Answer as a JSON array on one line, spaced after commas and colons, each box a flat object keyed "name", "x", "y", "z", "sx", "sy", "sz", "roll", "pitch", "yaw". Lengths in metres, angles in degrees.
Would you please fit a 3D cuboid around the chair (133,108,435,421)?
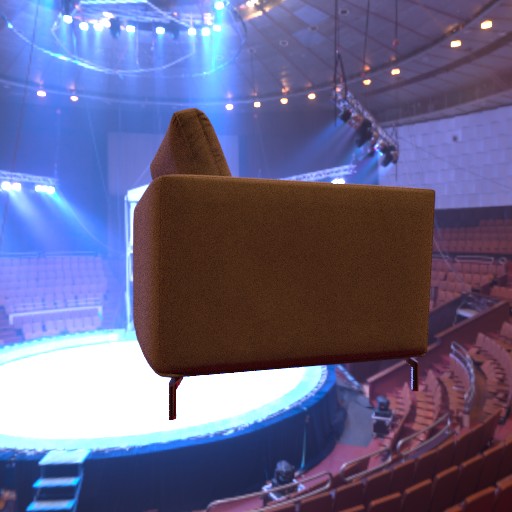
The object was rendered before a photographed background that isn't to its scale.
[{"name": "chair", "x": 0.000, "y": 0.000, "z": 1.718, "sx": 0.889, "sy": 0.864, "sz": 1.041, "roll": 0, "pitch": 0, "yaw": -19}]
